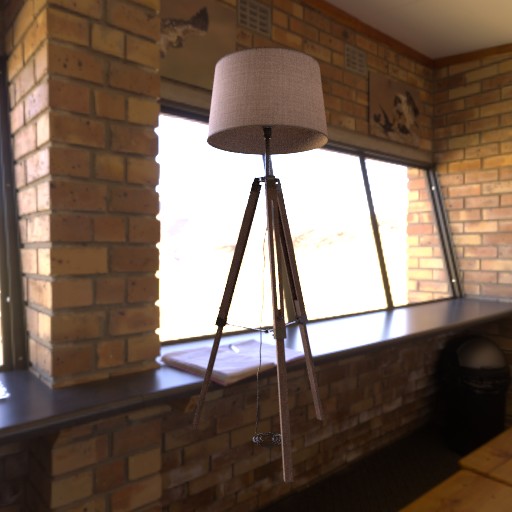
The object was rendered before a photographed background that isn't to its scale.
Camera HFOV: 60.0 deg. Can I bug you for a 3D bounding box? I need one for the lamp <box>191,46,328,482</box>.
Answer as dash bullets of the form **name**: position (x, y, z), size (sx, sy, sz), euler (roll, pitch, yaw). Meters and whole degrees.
- **lamp**: position (0.000, 0.000, 1.825), size (0.587, 1.510, 0.604), euler (0, 1, 18)
